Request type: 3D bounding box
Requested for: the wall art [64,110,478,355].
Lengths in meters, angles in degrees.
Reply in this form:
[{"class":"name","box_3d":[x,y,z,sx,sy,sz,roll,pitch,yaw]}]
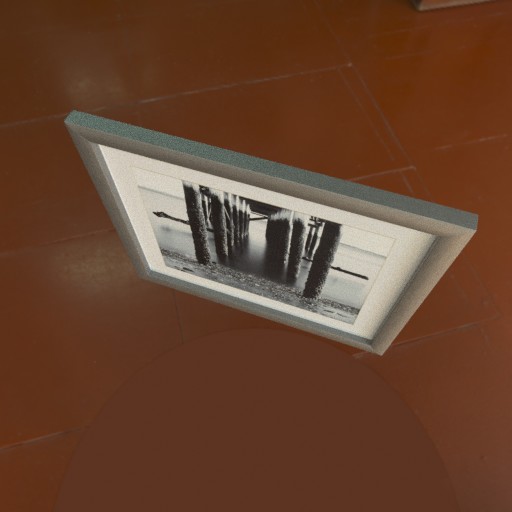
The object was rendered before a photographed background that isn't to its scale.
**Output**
[{"class":"wall art","box_3d":[0.000,0.000,0.767,0.556,0.457,0.028,17,61,10]}]
